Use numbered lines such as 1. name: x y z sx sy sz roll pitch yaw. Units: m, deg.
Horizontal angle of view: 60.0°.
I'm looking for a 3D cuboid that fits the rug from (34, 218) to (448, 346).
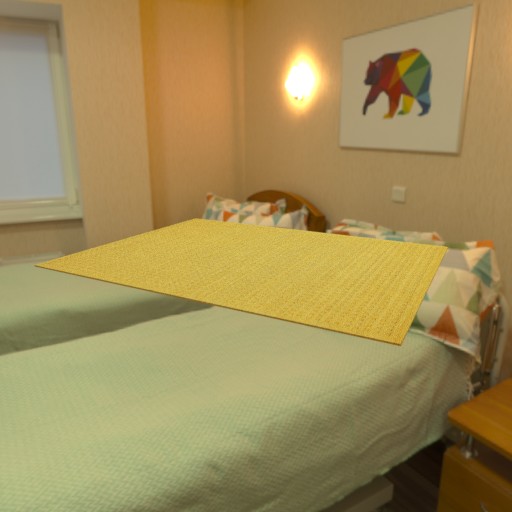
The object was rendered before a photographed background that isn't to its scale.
1. rug: 0.000 0.000 4.345 3.242 0.015 2.486 8 18 27
